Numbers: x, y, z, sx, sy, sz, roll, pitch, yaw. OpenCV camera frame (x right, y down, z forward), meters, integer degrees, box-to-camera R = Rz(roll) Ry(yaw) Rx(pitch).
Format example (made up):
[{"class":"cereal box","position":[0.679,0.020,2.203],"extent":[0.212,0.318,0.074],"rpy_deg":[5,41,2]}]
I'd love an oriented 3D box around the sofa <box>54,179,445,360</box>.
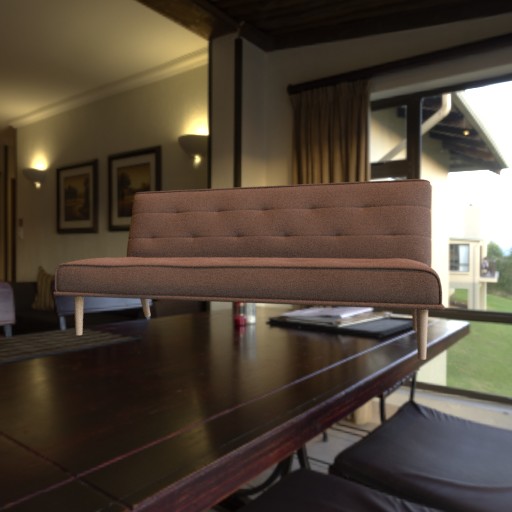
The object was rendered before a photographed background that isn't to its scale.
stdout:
[{"class":"sofa","position":[0.000,0.000,2.420],"extent":[1.820,0.810,1.038],"rpy_deg":[0,1,18]}]
